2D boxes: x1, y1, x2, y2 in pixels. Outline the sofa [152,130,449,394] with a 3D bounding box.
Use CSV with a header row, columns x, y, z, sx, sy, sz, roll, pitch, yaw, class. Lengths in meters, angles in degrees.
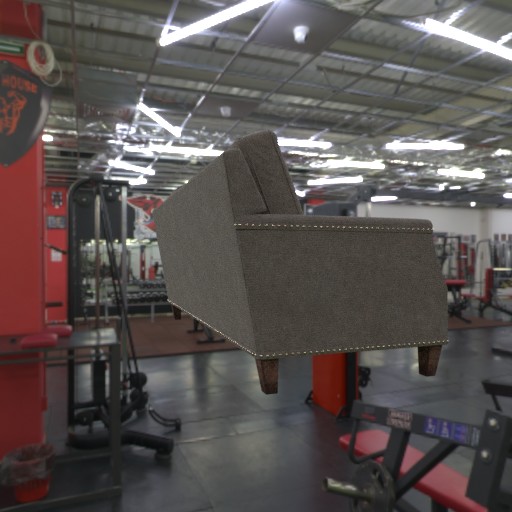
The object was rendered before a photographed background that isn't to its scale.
x,y,z,sx,sy,sz,roll,pitch,yaw,class
0.000,0.000,2.780,1.034,1.042,2.226,0,0,-20,sofa
